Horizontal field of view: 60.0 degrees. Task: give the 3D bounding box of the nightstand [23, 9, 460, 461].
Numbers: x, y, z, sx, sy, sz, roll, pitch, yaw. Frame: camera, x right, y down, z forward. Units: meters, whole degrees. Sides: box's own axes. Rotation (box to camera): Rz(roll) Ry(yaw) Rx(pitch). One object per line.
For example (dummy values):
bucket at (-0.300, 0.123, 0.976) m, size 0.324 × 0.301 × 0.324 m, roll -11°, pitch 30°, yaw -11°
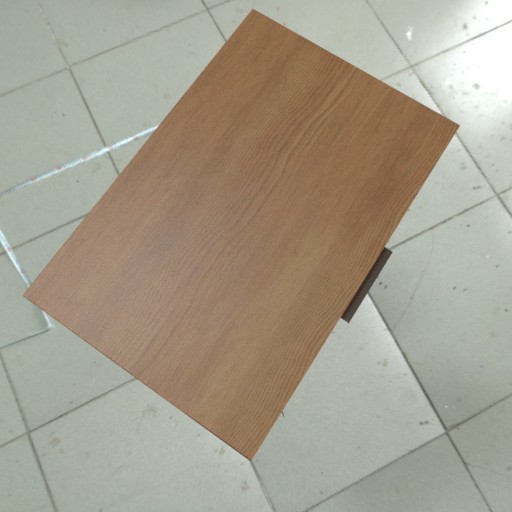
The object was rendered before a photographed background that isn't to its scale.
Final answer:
nightstand at (0.000, 0.000, 0.989) m, size 0.427 × 0.615 × 0.613 m, roll 33°, pitch 79°, yaw 8°
